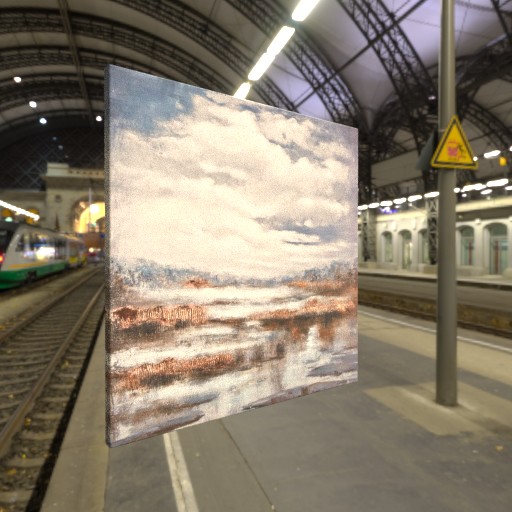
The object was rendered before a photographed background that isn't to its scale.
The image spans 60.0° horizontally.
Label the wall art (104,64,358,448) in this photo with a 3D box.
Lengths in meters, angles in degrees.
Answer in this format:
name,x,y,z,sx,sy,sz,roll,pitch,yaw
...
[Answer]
name,x,y,z,sx,sy,sz,roll,pitch,yaw
wall art,0.000,0.000,1.316,0.888,0.897,0.035,0,1,-38
